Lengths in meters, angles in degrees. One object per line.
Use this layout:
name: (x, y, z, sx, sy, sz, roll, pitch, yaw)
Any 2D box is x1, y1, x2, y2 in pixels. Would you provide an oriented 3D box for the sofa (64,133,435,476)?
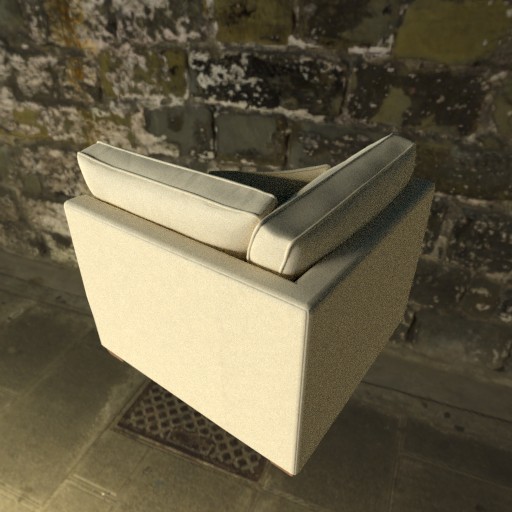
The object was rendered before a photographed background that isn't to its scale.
sofa: (0.000, 0.000, 1.970, 1.146, 1.002, 1.084, 22, 39, 30)
